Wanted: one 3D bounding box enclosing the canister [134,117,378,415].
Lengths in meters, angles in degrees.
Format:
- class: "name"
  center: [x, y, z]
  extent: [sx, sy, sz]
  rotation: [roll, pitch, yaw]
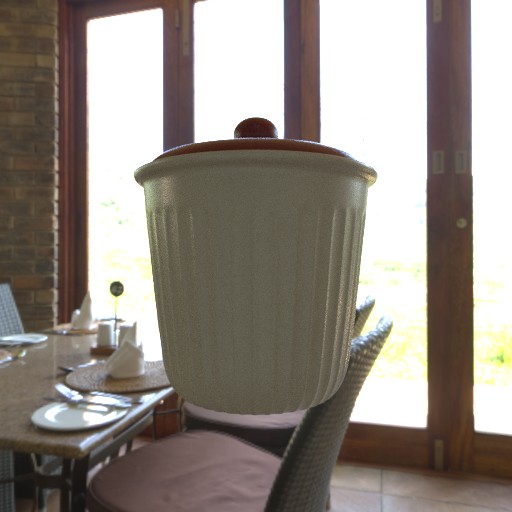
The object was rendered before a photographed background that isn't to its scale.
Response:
- class: "canister"
  center: [0.000, 0.000, 0.339]
  extent: [0.181, 0.211, 0.181]
  rotation: [0, -1, 0]
